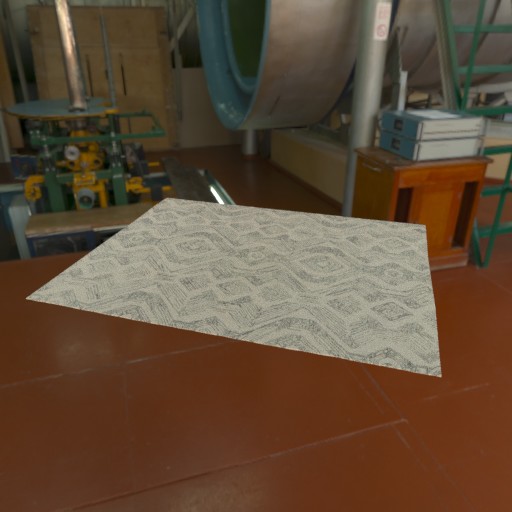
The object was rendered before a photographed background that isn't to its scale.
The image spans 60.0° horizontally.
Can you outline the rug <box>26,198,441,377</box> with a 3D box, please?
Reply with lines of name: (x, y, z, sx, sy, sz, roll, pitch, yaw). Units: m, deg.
rug: (0.000, 0.000, 4.077, 3.054, 0.030, 2.430, 8, 28, 15)
